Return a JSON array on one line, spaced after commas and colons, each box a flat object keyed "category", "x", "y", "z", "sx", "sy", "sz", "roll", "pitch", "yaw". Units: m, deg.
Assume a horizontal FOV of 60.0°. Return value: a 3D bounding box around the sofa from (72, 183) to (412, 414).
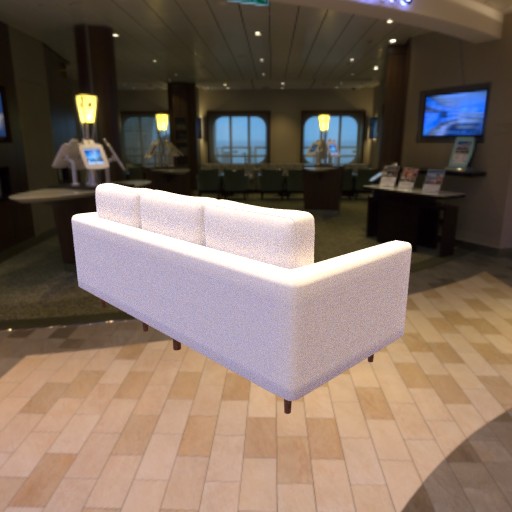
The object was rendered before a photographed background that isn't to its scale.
[{"category": "sofa", "x": 0.000, "y": 0.000, "z": 2.895, "sx": 1.580, "sy": 0.899, "sz": 2.029, "roll": -14, "pitch": 20, "yaw": -42}]
